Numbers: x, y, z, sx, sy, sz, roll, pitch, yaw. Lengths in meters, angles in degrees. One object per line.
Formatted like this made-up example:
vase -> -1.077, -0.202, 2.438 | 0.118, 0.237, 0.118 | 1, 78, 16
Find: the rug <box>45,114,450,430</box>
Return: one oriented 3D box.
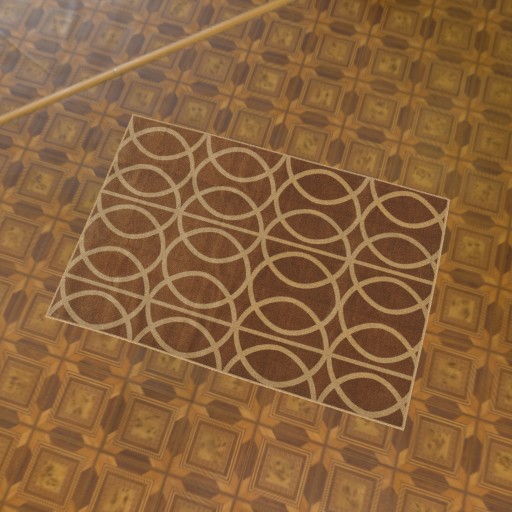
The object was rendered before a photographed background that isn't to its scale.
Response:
rug -> 0.000, 0.000, 2.877 | 2.294, 0.014, 1.528 | 16, 75, 5
